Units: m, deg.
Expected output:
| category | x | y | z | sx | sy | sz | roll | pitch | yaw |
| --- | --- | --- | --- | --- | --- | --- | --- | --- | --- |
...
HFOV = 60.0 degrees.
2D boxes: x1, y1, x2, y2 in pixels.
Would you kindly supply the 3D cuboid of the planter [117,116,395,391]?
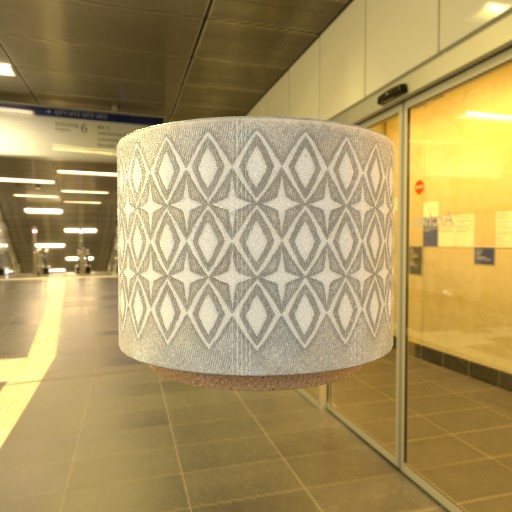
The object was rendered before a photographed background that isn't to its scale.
| category | x | y | z | sx | sy | sz | roll | pitch | yaw |
| --- | --- | --- | --- | --- | --- | --- | --- | --- | --- |
| planter | 0.000 | 0.000 | 0.313 | 0.186 | 0.144 | 0.186 | 0 | 2 | 0 |
